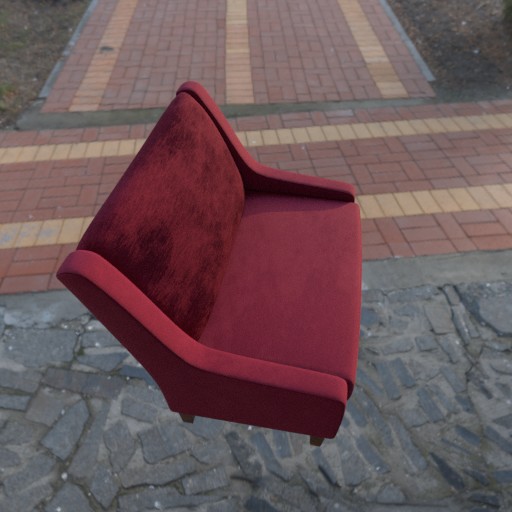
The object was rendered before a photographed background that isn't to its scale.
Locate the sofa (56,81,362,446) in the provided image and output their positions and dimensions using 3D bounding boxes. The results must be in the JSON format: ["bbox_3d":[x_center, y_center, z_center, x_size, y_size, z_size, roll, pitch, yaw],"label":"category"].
[{"bbox_3d":[0.000,0.000,1.945,0.946,0.976,1.242,7,46,7],"label":"sofa"}]
